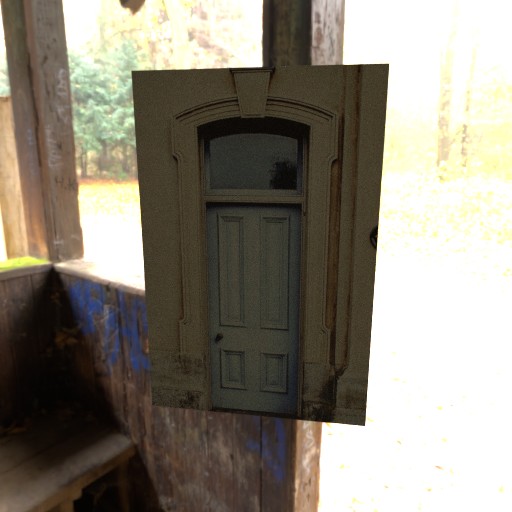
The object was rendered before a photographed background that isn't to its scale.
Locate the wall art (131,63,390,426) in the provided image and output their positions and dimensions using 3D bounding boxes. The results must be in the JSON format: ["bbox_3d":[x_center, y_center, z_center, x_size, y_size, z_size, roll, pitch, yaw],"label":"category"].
[{"bbox_3d":[0.000,0.000,0.969,0.508,0.764,0.038,2,14,9],"label":"wall art"}]
